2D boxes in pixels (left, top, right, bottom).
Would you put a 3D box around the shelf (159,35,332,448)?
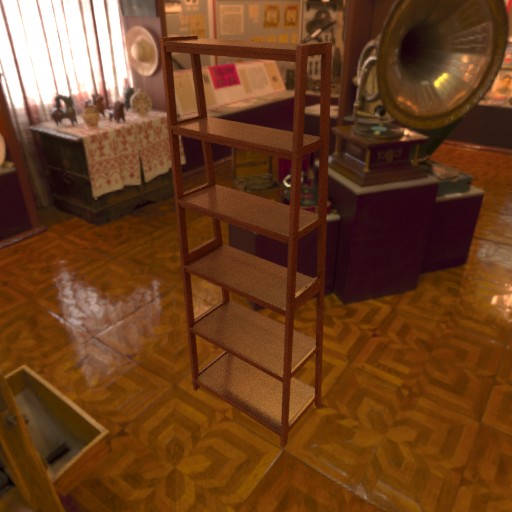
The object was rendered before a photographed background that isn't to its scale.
[{"bbox_3d":[0.000,0.000,2.142,0.660,1.892,0.382,21,35,32],"label":"shelf"}]
